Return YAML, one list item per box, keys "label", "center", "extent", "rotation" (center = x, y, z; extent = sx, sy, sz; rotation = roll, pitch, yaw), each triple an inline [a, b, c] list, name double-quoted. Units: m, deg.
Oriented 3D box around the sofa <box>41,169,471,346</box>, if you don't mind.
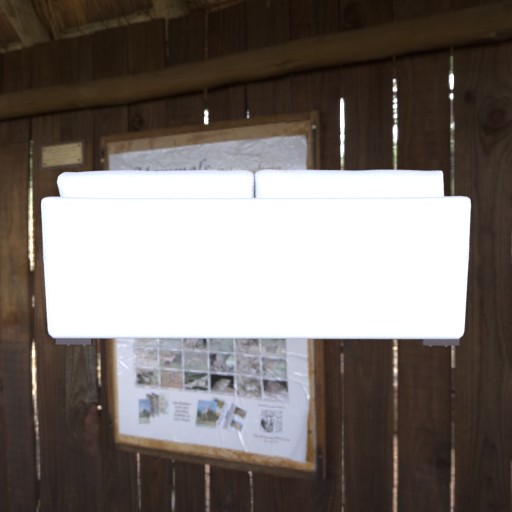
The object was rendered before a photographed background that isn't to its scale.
- label: "sofa"
  center: [0.000, 0.000, 2.791]
  extent: [2.261, 0.940, 1.143]
  rotation: [0, 0, 1]
